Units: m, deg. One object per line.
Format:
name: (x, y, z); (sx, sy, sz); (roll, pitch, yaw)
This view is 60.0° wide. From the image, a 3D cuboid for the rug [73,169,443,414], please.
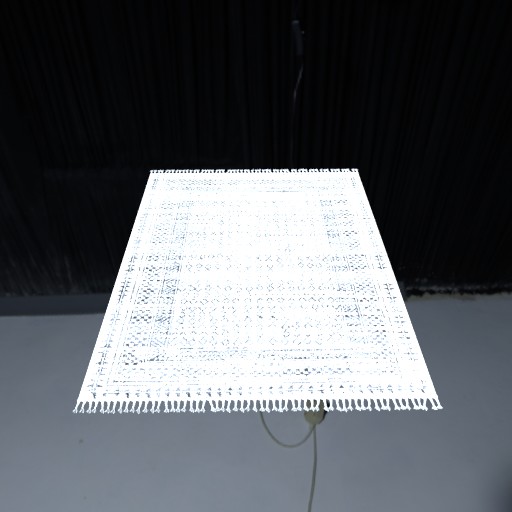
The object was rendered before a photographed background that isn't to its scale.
rug: (0.000, 0.000, 3.846); (2.312, 0.013, 2.940); (0, 41, 0)
